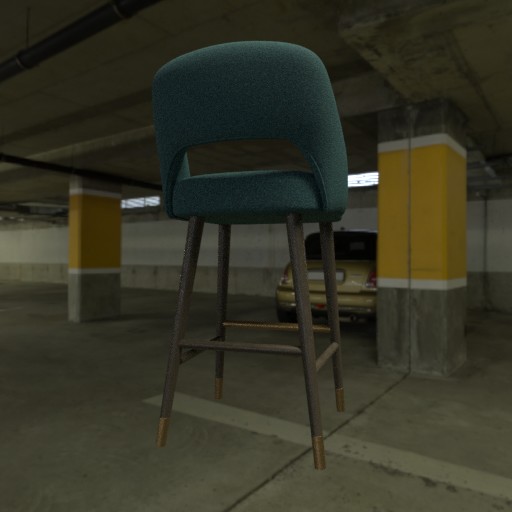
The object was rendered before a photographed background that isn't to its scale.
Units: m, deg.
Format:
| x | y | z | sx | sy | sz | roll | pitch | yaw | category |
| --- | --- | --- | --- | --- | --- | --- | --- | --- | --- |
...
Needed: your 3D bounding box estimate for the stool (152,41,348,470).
| x | y | z | sx | sy | sz | roll | pitch | yaw | category |
| --- | --- | --- | --- | --- | --- | --- | --- | --- | --- |
| 0.000 | 0.000 | 1.306 | 0.536 | 1.032 | 0.522 | 0 | 0 | 17 | stool |
